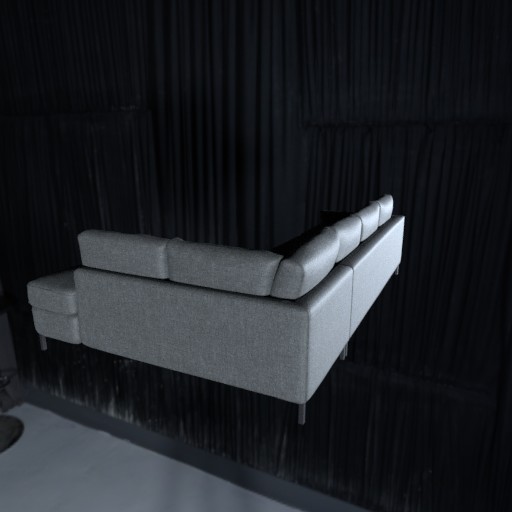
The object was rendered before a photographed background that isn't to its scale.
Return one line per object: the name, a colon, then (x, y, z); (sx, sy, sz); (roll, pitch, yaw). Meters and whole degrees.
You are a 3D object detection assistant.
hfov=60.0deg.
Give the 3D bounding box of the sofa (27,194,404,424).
sofa: (0.000, 0.000, 3.778); (1.984, 0.858, 2.972); (7, 17, 25)
